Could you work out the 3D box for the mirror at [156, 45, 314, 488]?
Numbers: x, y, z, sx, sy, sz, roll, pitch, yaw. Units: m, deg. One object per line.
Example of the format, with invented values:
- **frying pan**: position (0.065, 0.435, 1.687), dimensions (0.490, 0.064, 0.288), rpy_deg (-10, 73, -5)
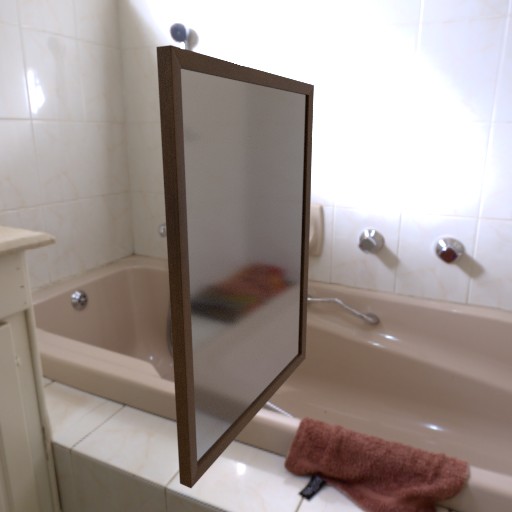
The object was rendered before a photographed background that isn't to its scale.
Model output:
- **mirror**: position (0.000, 0.000, 1.307), dimensions (0.040, 1.016, 0.762), rpy_deg (8, 17, 27)
